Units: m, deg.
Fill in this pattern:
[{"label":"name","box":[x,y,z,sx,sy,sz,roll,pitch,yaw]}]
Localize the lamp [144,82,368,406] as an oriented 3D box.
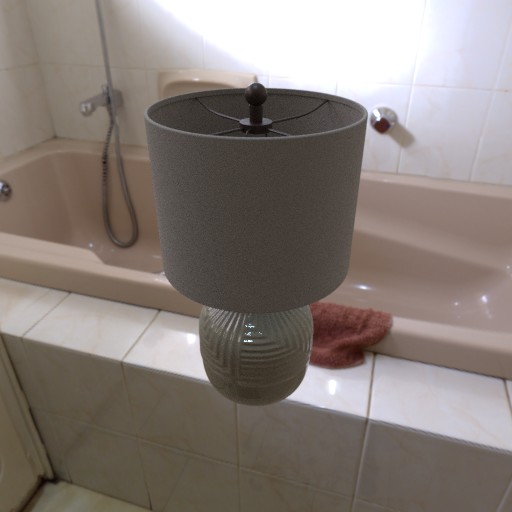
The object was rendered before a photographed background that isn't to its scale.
[{"label":"lamp","box":[0.000,0.000,0.769,0.318,0.567,0.318,0,31,0]}]
